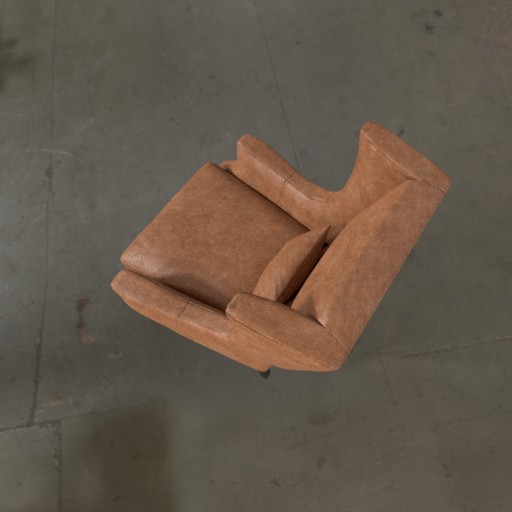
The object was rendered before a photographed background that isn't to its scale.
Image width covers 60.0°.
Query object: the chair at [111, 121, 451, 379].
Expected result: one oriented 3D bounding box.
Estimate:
[{"bbox_3d":[0.000,0.000,1.699,0.926,1.016,0.853,32,68,15],"label":"chair"}]
